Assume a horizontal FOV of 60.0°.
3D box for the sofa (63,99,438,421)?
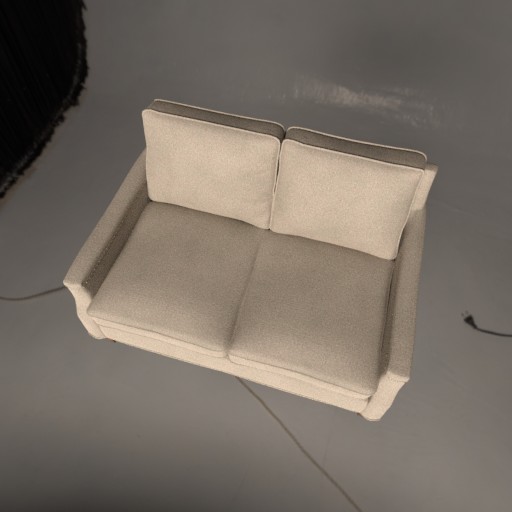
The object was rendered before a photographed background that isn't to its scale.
[{"bbox_3d":[0.000,0.000,2.255,1.597,1.003,1.084,14,59,9],"label":"sofa"}]
